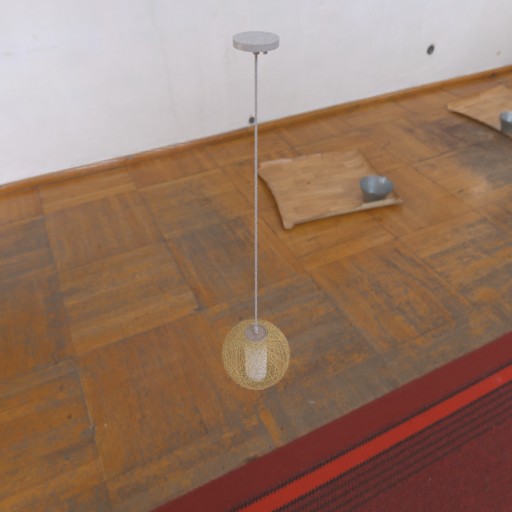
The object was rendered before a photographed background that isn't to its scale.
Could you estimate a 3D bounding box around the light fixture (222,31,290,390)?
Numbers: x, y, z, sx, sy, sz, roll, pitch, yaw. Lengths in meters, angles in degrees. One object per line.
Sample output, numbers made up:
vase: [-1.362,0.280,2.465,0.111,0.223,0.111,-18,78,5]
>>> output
light fixture: [0.000,0.000,2.138,0.407,1.955,0.406,12,43,14]
